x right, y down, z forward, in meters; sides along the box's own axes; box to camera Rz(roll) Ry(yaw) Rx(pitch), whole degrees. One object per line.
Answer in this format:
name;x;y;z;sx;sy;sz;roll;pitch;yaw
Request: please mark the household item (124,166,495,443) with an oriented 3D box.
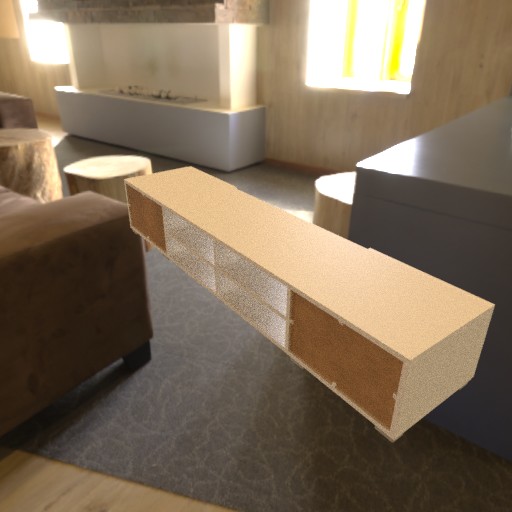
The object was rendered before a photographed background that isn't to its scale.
household item;0.000;0.000;1.954;0.420;0.310;1.850;-19;33;-32
